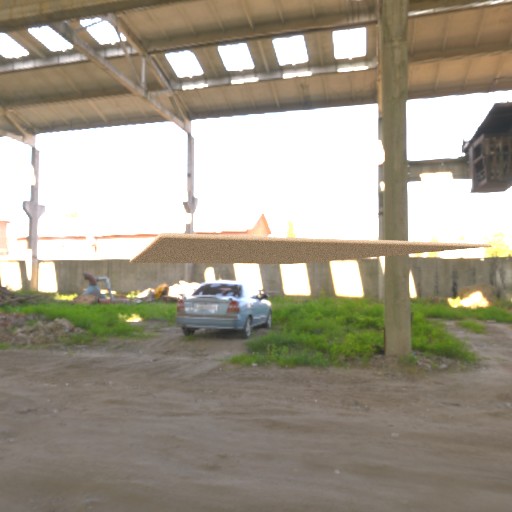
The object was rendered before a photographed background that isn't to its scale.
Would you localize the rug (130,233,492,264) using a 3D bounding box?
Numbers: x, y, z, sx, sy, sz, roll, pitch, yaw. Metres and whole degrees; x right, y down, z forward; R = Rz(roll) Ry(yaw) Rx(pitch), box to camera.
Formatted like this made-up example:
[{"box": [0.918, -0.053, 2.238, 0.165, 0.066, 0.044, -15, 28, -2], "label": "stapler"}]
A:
[{"box": [0.000, 0.000, 2.062, 1.067, 0.013, 1.676, 1, -3, -18], "label": "rug"}]
